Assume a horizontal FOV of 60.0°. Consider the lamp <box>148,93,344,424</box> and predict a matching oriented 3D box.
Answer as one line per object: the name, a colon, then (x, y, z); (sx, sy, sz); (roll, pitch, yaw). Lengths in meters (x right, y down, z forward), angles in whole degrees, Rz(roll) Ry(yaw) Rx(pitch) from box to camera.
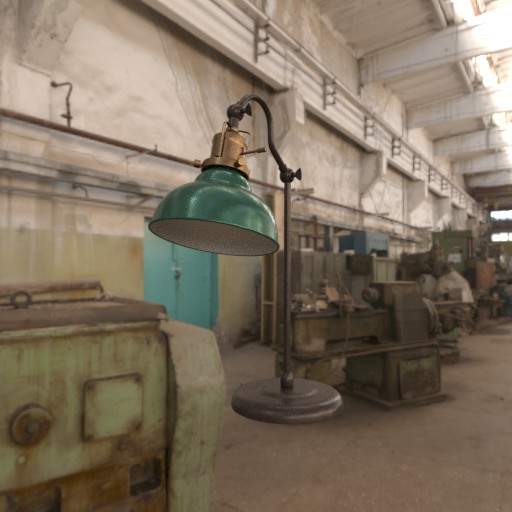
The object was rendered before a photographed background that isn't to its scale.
lamp: (0.000, 0.000, 0.693); (0.192, 0.508, 0.374); (-1, -1, 36)
